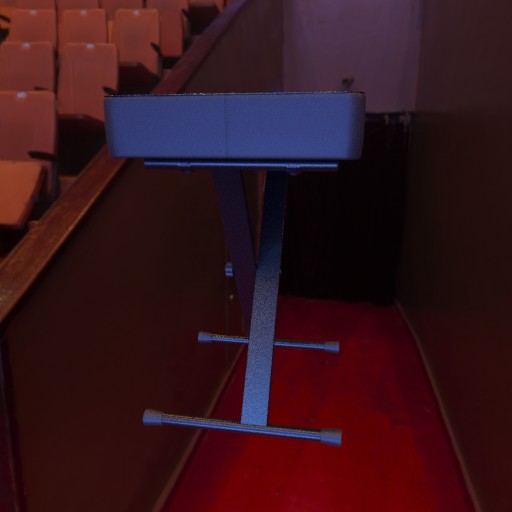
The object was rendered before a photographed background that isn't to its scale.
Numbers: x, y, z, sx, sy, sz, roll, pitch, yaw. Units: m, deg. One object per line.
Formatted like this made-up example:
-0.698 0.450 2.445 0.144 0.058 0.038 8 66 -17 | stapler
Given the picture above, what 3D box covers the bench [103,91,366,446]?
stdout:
0.000 0.000 0.776 0.321 0.500 0.424 3 15 9 | bench
